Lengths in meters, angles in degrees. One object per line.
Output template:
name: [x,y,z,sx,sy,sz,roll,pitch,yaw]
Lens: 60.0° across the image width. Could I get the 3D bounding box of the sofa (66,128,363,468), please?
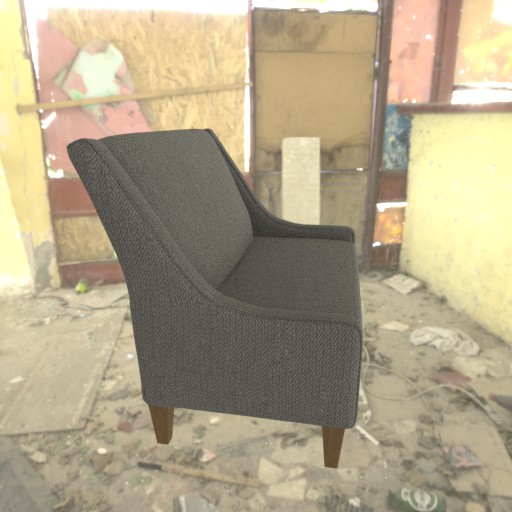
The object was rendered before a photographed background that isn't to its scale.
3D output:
sofa: [0.000,0.000,1.878,0.873,1.022,1.242,3,18,10]
